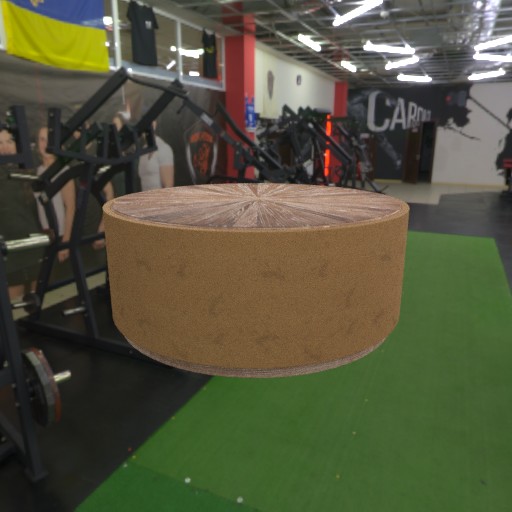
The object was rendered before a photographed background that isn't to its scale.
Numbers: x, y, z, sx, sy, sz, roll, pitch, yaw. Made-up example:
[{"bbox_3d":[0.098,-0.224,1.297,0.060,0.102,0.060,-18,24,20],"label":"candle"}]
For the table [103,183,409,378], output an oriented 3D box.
[{"bbox_3d":[0.000,0.000,1.577,1.001,0.409,1.001,0,16,0],"label":"table"}]
